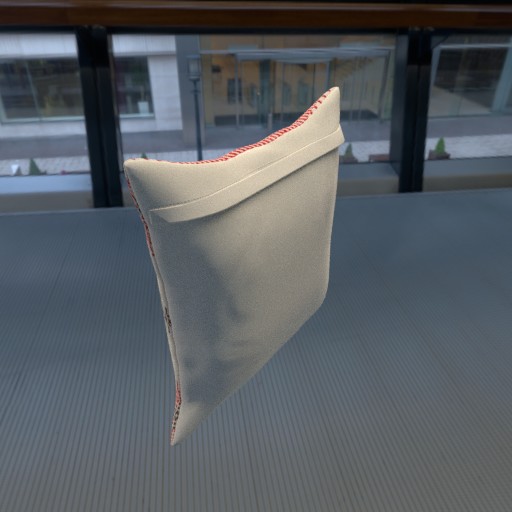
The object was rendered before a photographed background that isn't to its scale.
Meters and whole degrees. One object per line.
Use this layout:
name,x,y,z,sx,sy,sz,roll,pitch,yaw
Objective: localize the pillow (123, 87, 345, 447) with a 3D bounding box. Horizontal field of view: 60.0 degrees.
pillow,0.000,0.000,0.717,0.160,0.454,0.463,21,37,30
